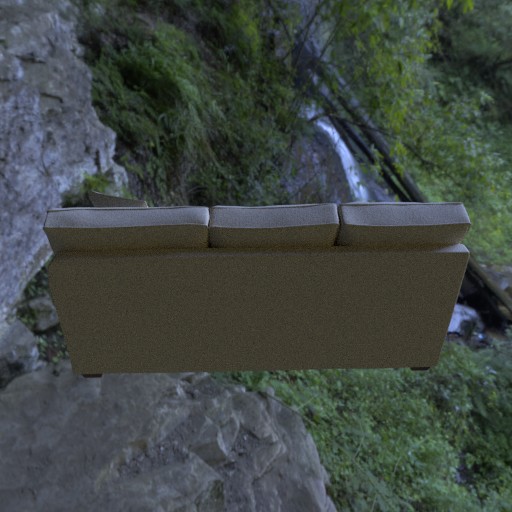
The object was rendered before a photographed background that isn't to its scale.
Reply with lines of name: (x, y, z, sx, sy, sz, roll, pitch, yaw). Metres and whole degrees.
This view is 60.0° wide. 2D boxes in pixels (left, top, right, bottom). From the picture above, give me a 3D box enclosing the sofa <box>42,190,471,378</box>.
sofa: (0.000, 0.000, 2.573, 1.963, 0.946, 1.034, -1, 30, -1)
